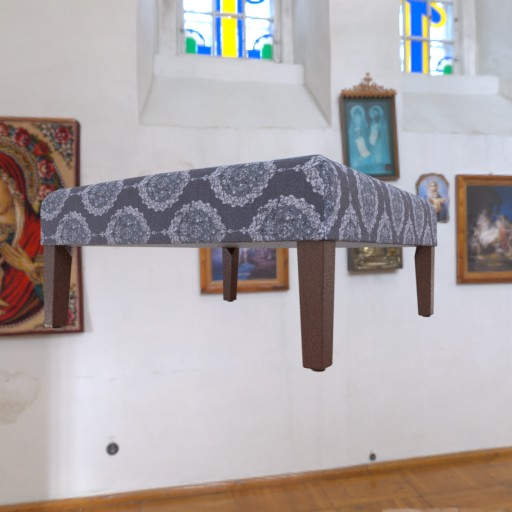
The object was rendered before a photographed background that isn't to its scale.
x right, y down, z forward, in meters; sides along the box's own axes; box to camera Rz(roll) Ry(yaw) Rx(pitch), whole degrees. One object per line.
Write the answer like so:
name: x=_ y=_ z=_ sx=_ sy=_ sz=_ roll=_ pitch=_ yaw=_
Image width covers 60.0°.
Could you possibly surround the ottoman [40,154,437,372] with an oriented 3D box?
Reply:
ottoman: x=0.000 y=0.000 z=1.376 sx=0.890 sy=0.409 sz=0.889 roll=0 pitch=0 yaw=34
